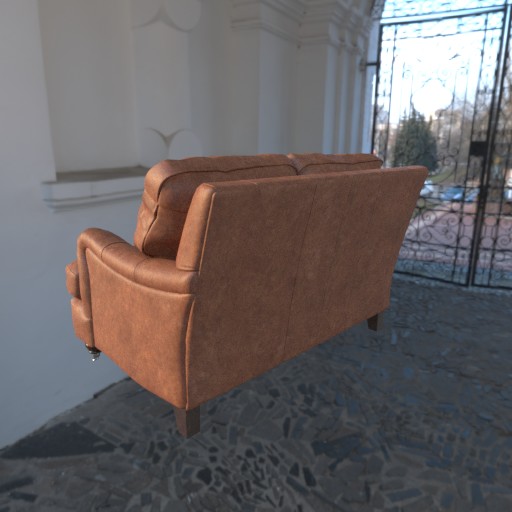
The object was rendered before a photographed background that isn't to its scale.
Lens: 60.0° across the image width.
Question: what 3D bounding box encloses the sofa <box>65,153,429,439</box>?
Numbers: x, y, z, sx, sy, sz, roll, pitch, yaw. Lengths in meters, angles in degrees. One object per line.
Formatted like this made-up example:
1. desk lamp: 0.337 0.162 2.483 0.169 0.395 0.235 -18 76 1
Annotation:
1. sofa: 0.000 0.000 2.207 1.077 1.004 1.527 14 20 43
